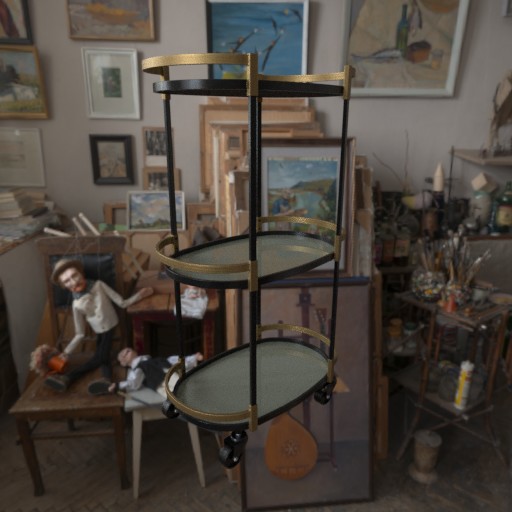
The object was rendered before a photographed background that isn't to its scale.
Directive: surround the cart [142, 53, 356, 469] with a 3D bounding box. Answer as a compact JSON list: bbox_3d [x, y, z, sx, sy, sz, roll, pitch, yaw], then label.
[{"bbox_3d":[0.000,0.000,1.117,0.515,0.885,0.311,-16,24,-41],"label":"cart"}]
